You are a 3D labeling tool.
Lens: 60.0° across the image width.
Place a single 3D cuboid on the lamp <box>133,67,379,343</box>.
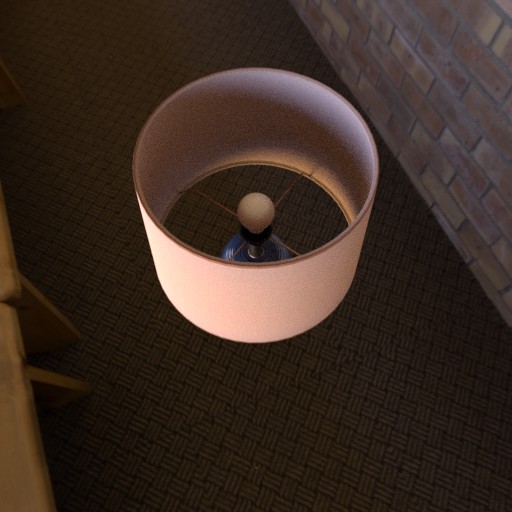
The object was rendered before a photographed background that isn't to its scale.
[{"bbox_3d":[0.000,0.000,0.852,0.367,0.609,0.367,0,64,0],"label":"lamp"}]
